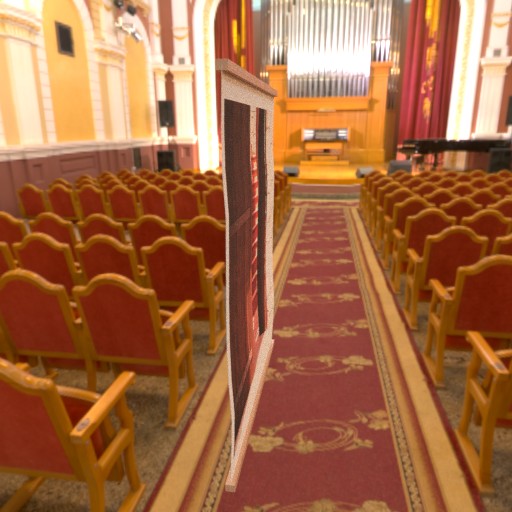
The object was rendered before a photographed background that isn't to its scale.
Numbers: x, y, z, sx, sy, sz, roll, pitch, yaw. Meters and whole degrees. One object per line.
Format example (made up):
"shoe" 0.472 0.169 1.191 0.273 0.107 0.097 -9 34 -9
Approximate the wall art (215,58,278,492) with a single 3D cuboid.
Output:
"wall art" 0.000 0.000 0.685 0.013 0.508 0.406 3 16 9
